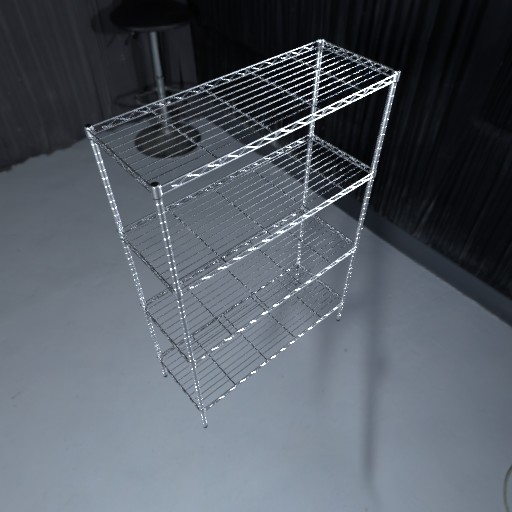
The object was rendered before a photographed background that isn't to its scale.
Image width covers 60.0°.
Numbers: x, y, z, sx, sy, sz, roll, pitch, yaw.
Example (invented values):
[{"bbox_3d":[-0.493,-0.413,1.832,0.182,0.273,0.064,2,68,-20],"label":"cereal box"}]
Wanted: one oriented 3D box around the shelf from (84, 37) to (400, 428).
[{"bbox_3d":[0.000,0.000,1.775,0.907,1.360,0.352,-32,55,-26],"label":"shelf"}]
